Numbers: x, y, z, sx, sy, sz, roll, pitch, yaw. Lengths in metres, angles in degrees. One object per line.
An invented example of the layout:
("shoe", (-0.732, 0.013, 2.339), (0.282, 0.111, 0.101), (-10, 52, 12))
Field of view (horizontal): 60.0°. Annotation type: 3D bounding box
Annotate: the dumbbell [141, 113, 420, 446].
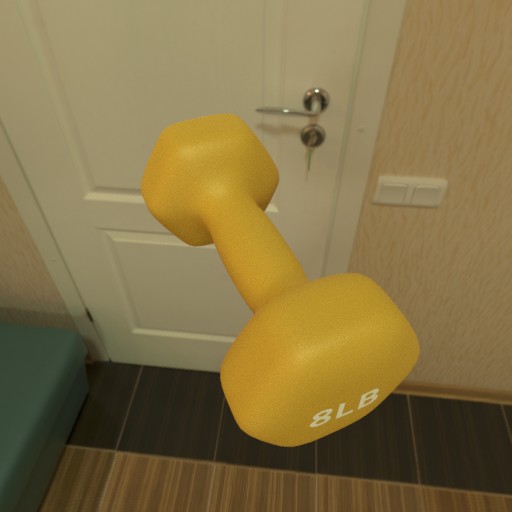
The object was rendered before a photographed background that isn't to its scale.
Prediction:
("dumbbell", (0.000, 0.000, 0.242), (0.090, 0.082, 0.190), (-17, 48, -16))
